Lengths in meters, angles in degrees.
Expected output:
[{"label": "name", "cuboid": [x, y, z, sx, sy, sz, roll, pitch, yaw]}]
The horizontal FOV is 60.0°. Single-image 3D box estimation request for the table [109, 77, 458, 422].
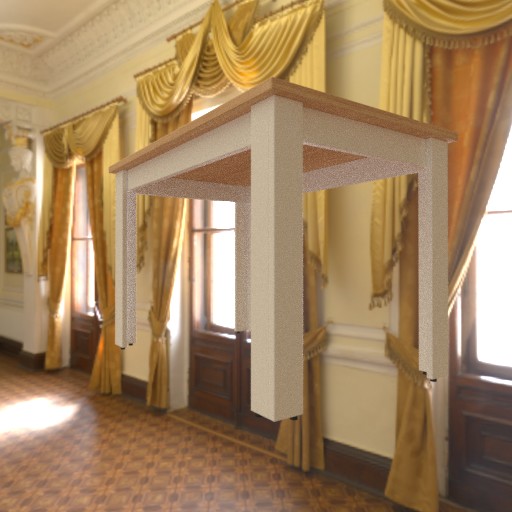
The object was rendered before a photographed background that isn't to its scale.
[{"label": "table", "cuboid": [0.000, 0.000, 1.566, 0.700, 0.734, 1.100, 0, -1, -35]}]
